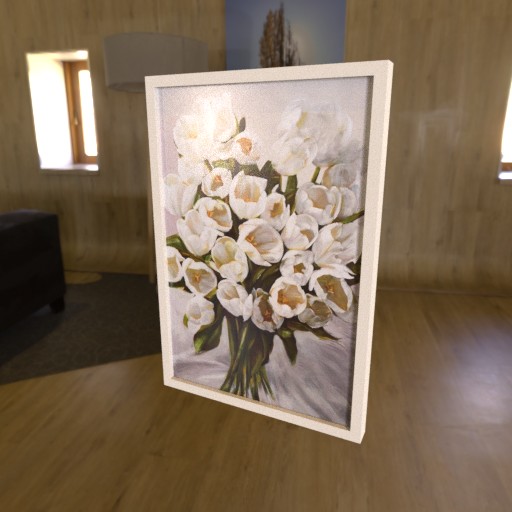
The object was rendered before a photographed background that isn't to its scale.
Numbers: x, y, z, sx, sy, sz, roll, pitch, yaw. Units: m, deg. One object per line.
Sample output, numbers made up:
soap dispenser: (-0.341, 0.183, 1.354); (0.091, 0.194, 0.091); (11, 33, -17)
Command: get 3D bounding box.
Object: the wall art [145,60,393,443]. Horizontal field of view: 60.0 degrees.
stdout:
wall art: (0.000, 0.000, 0.845); (0.450, 0.657, 0.038); (8, 17, 25)
